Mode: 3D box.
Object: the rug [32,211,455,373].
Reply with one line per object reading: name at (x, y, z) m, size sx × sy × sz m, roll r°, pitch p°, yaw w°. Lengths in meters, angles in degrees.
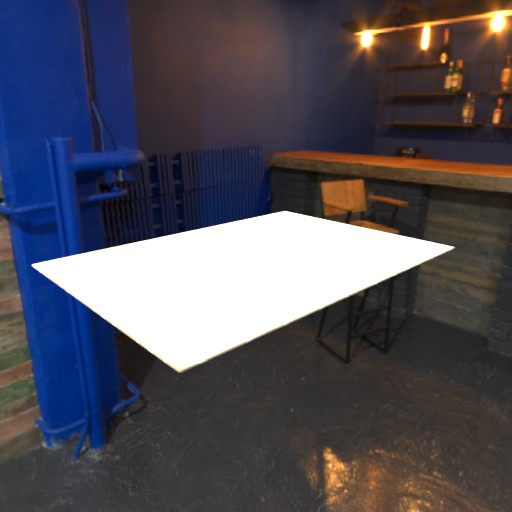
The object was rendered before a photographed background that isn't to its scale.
rug at (0.000, 0.000, 2.723) m, size 2.134 × 0.010 × 1.524 m, roll -16°, pitch 24°, yaw -41°
